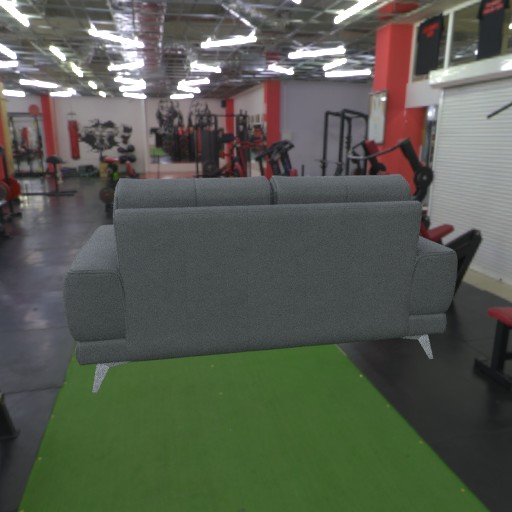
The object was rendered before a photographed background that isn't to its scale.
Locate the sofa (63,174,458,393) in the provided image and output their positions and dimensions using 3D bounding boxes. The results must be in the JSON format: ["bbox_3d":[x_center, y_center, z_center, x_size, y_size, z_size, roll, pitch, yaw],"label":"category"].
[{"bbox_3d":[0.000,0.000,2.408,1.806,0.907,1.018,-3,15,-11],"label":"sofa"}]
